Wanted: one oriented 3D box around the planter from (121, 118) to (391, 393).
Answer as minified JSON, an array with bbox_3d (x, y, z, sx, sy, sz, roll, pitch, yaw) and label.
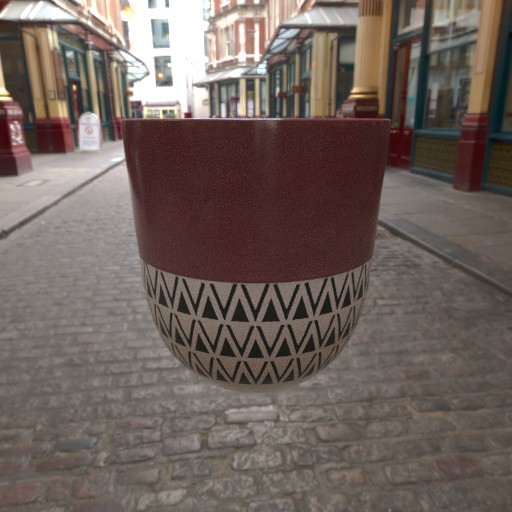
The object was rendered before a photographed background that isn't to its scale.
[{"bbox_3d":[0.000,0.000,0.363,0.195,0.214,0.195,0,17,0],"label":"planter"}]
